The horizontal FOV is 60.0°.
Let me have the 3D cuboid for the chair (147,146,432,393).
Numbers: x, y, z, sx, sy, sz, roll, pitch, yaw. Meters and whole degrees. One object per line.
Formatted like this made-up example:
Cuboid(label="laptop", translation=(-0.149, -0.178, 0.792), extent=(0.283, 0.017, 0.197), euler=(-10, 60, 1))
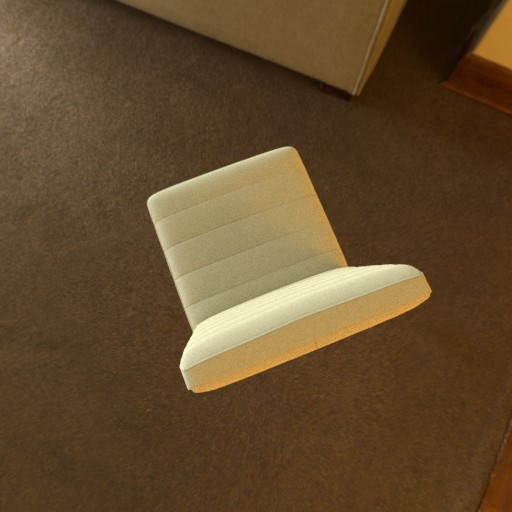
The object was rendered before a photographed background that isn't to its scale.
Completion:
Cuboid(label="chair", translation=(0.000, 0.000, 1.340), extent=(0.520, 0.930, 0.634), euler=(-21, 77, -5))
